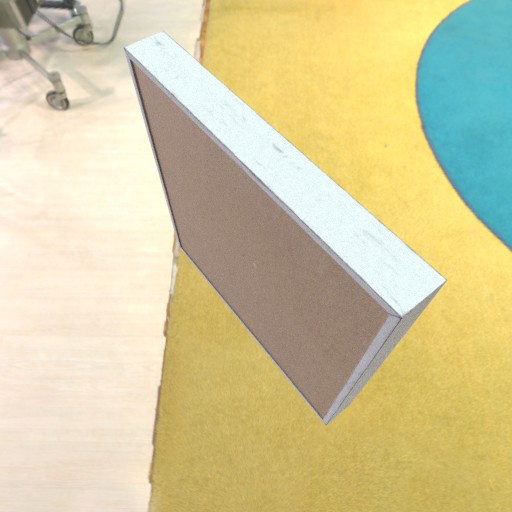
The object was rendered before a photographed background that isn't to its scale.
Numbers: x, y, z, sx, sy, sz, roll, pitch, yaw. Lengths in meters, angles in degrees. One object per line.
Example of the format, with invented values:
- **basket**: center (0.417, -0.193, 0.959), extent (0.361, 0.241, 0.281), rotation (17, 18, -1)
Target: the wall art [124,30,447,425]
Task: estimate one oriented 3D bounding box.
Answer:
- **wall art**: center (0.000, 0.000, 0.438), extent (0.038, 0.305, 0.305), rotation (-34, 64, -19)
